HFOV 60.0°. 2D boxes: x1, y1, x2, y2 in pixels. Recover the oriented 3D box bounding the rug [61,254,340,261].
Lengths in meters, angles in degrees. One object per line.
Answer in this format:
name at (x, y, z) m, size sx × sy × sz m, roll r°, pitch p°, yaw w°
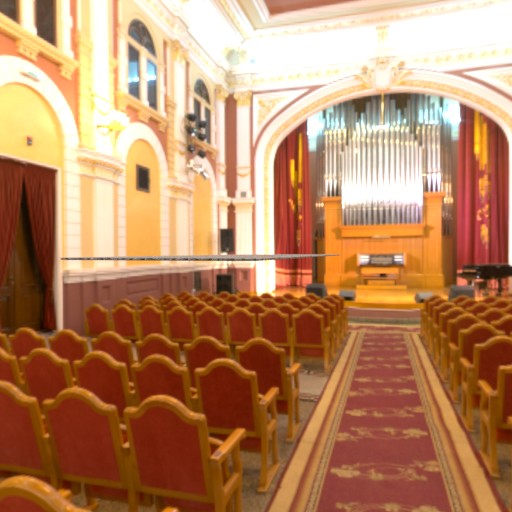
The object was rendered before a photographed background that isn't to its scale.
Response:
rug at (0.000, 0.000, 2.446) m, size 0.686 × 0.008 × 2.286 m, roll 0°, pitch 1°, yaw 16°
